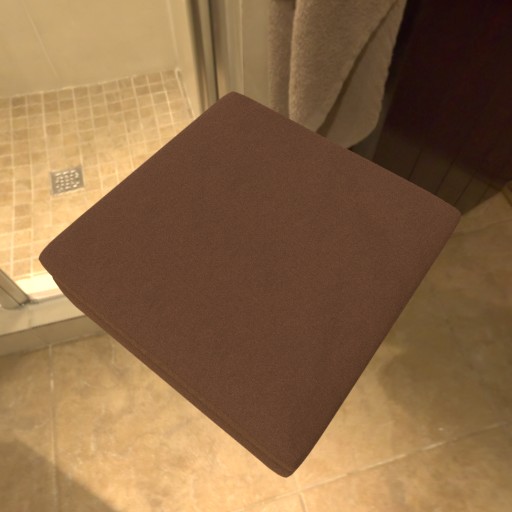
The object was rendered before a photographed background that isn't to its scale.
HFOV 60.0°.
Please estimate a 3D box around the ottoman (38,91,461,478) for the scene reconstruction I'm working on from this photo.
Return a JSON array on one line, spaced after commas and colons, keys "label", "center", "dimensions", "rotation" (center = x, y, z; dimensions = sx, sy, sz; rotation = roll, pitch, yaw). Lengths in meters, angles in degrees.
[{"label": "ottoman", "center": [0.000, 0.000, 1.812], "dimensions": [1.181, 0.470, 1.181], "rotation": [33, 65, 18]}]
